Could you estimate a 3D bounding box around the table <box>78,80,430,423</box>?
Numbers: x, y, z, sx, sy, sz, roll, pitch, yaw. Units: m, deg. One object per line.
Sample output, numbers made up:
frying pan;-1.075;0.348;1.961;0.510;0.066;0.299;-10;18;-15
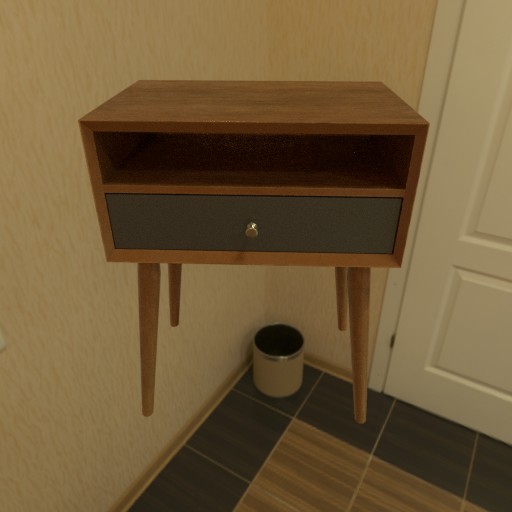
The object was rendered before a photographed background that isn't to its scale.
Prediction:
table;0.000;0.000;0.846;0.454;0.580;0.307;1;31;2
